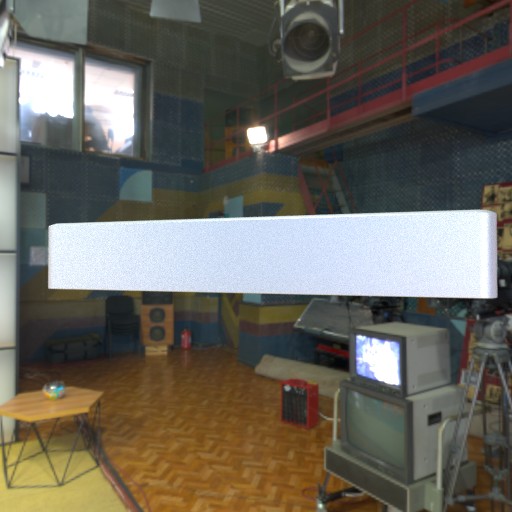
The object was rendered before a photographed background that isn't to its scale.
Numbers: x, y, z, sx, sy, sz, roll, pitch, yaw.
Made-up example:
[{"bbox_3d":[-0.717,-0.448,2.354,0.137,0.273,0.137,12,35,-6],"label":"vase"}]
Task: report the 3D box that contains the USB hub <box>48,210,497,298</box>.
[{"bbox_3d":[0.000,0.000,0.156,0.145,0.023,0.044,0,-1,18],"label":"USB hub"}]
